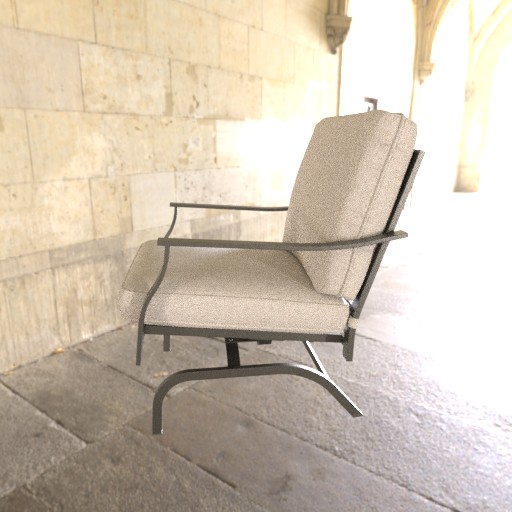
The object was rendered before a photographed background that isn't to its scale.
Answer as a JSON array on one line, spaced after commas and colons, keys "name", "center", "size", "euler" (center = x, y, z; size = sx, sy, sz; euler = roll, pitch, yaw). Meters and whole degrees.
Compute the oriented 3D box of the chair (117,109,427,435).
[{"name": "chair", "center": [0.000, 0.000, 1.400], "size": [0.787, 0.860, 0.650], "euler": [-2, 15, -8]}]
